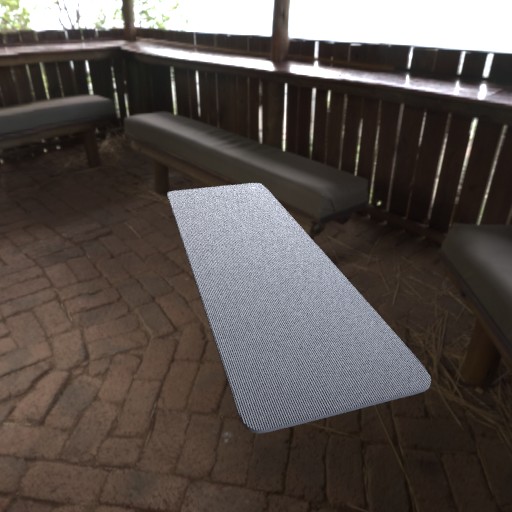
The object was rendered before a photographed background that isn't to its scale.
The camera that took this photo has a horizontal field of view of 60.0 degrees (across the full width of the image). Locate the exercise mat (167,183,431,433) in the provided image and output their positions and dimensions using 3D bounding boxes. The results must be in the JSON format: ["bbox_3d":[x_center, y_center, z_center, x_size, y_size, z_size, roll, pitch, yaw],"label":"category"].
[{"bbox_3d":[0.000,0.000,2.062,0.616,0.021,1.884,-8,30,-14],"label":"exercise mat"}]
